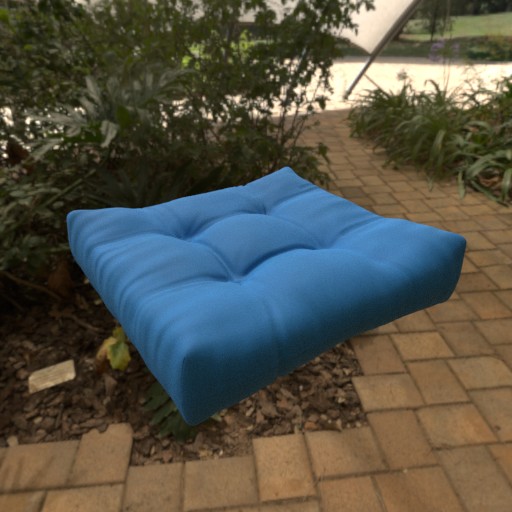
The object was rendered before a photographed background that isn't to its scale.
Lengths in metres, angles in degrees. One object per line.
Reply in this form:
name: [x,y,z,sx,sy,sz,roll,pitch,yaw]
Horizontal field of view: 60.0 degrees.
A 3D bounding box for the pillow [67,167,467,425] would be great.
pillow: [0.000,0.000,0.730,0.490,0.128,0.468,-18,33,-30]
